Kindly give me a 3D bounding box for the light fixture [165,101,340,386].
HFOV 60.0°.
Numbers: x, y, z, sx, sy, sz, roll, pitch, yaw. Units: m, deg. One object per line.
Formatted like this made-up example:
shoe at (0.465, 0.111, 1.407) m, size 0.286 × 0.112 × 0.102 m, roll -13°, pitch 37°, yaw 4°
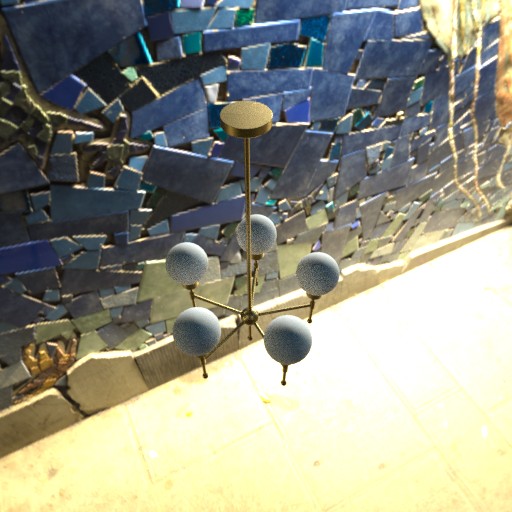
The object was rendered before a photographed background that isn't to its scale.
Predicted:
light fixture at (0.000, 0.000, 1.863) m, size 0.785 × 1.331 × 0.815 m, roll -9°, pitch 49°, yaw -8°
